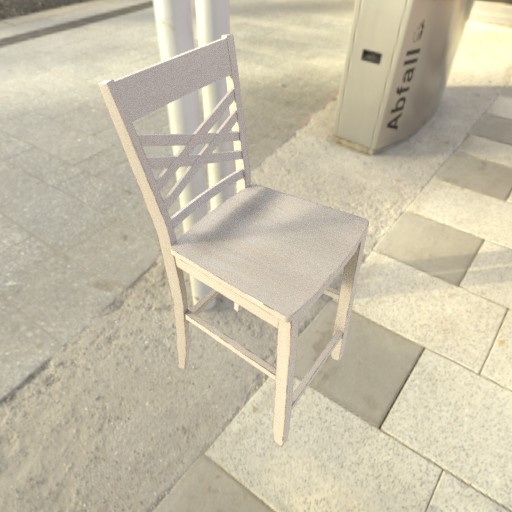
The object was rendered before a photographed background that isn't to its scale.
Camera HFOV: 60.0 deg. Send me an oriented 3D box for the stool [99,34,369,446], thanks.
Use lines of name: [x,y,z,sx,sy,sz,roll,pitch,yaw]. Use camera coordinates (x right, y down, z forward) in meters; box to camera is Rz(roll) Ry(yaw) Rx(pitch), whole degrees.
stool: [0.000,0.000,1.344,0.539,1.079,0.462,25,47,25]
